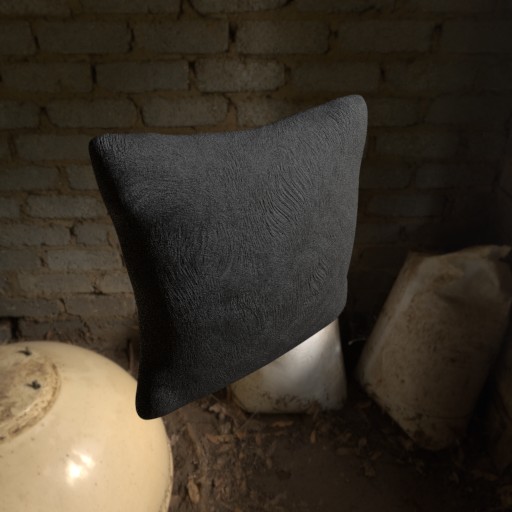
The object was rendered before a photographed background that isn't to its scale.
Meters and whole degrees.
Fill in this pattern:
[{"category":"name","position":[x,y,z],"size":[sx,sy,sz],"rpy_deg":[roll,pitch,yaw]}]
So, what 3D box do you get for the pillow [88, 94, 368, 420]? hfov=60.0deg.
[{"category":"pillow","position":[0.000,0.000,0.812],"size":[0.533,0.523,0.210],"rpy_deg":[-22,37,-33]}]
